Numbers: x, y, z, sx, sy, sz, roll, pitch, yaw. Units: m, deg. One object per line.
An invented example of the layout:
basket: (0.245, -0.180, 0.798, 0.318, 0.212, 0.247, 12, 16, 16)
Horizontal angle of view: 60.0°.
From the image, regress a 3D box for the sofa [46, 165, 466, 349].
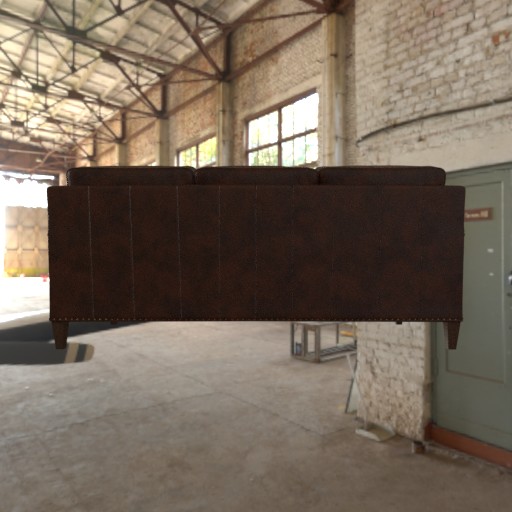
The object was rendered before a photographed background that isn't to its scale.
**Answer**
sofa: (0.000, 0.000, 2.799, 2.240, 1.003, 1.084, 0, 0, 0)
